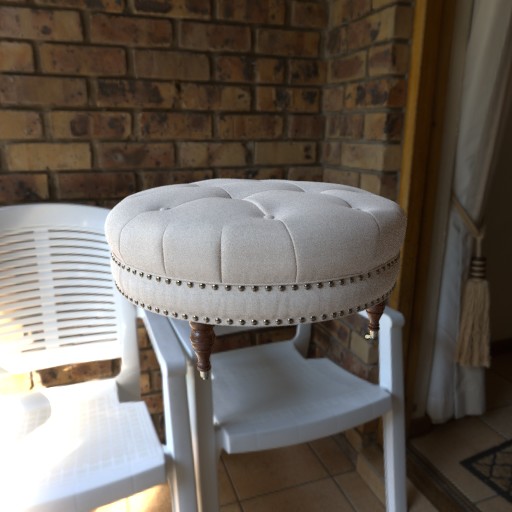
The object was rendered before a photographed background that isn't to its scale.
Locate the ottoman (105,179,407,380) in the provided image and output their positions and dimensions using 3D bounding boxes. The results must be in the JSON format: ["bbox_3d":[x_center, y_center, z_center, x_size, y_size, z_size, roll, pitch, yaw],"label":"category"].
[{"bbox_3d":[0.000,0.000,1.475,0.940,0.483,0.940,0,15,0],"label":"ottoman"}]
